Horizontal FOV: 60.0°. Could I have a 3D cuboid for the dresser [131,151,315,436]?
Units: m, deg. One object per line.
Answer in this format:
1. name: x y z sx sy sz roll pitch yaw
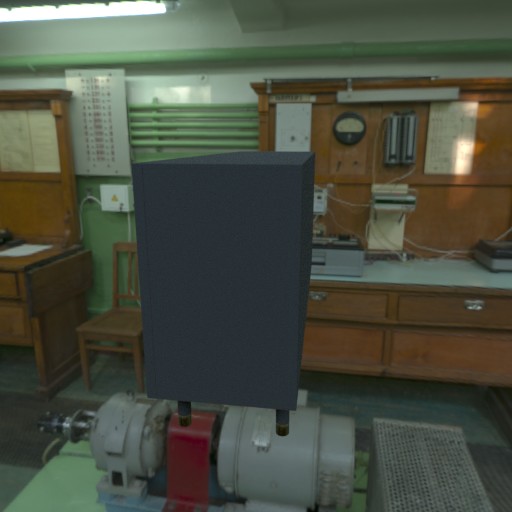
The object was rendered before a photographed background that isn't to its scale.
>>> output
1. dresser: 0.000 0.000 1.965 0.463 0.872 1.558 2 15 8
